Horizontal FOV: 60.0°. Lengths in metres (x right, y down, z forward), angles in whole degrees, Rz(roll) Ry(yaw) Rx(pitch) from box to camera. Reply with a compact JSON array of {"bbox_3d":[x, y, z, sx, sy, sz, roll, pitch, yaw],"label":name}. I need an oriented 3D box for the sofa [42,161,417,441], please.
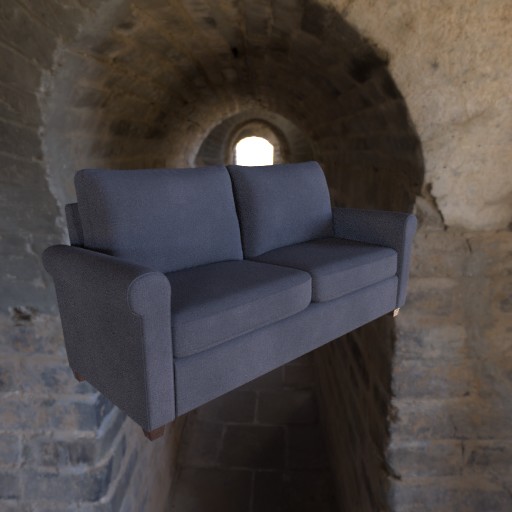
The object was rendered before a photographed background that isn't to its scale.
[{"bbox_3d":[0.000,0.000,2.349,1.935,0.942,0.842,-13,19,-43],"label":"sofa"}]
